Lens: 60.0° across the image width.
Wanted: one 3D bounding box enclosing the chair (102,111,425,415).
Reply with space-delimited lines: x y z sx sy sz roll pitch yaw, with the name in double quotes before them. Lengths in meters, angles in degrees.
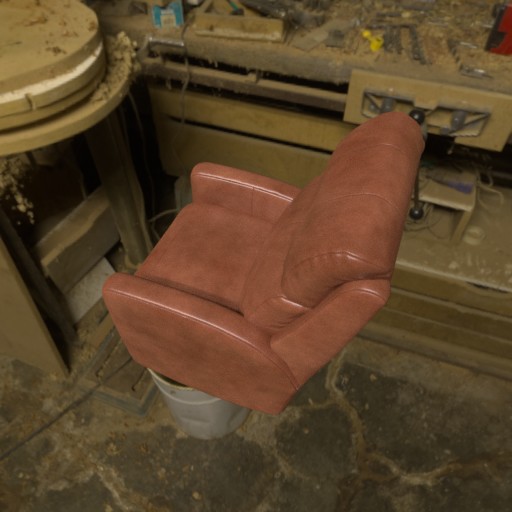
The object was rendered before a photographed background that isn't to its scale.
"chair" 0.000 0.000 1.664 0.939 1.016 0.787 16 51 14
